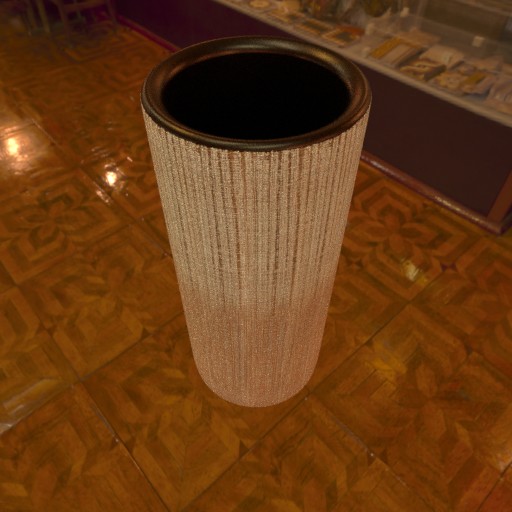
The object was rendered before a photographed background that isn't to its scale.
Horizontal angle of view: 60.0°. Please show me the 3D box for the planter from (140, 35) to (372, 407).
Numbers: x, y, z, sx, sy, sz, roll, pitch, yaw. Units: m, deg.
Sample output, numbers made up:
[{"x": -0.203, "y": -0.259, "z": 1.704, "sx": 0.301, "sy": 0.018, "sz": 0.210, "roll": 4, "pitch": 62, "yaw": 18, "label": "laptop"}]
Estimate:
[{"x": 0.000, "y": 0.000, "z": 0.276, "sx": 0.100, "sy": 0.227, "sz": 0.100, "roll": -32, "pitch": 55, "yaw": -25, "label": "planter"}]
